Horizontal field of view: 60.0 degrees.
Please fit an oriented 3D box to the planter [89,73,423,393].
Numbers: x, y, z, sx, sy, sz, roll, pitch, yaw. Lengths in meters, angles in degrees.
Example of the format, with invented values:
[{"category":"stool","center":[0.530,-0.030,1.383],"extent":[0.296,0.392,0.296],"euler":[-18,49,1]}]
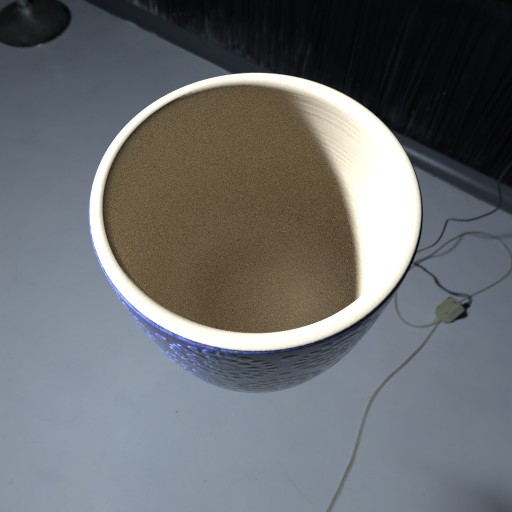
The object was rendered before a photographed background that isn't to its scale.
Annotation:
[{"category":"planter","center":[0.000,0.000,0.284],"extent":[0.165,0.149,0.165],"euler":[0,63,0]}]
